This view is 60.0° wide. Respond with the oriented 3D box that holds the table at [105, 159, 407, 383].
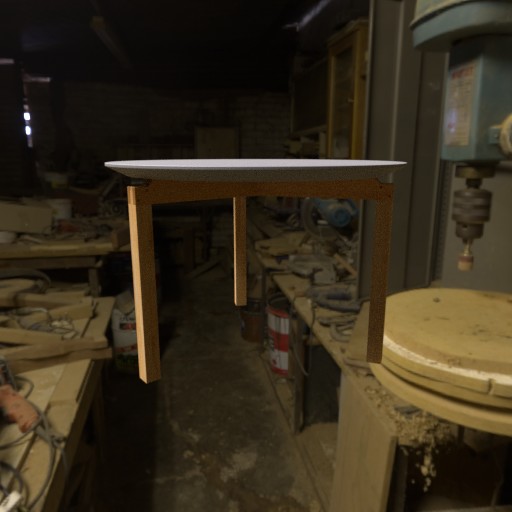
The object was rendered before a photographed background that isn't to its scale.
[{"bbox_3d":[0.000,0.000,0.973,0.600,0.405,0.600,0,13,0],"label":"table"}]
